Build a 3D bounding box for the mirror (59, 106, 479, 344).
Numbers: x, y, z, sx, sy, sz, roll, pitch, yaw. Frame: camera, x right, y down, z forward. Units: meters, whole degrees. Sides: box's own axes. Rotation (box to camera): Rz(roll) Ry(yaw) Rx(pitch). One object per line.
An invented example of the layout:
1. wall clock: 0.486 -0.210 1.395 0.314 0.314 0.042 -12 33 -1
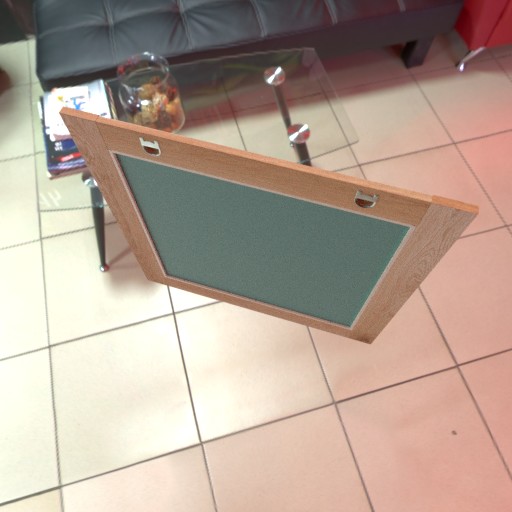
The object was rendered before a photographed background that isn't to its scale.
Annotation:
1. mirror: 0.000 0.000 1.170 0.800 0.800 0.020 15 64 8
